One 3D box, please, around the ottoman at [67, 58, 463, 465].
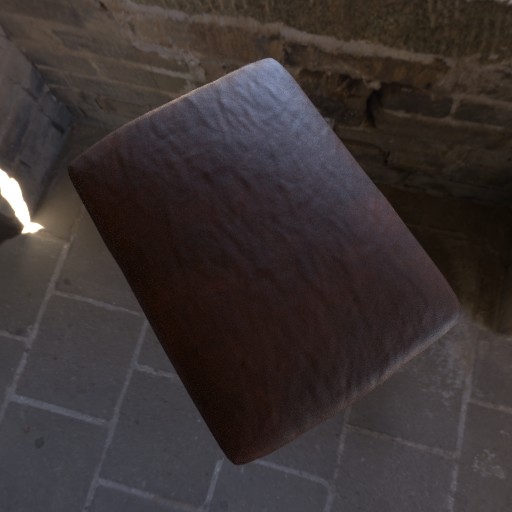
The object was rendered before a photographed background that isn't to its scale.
[{"bbox_3d":[0.000,0.000,1.247,0.659,0.527,0.887,-31,77,-8],"label":"ottoman"}]
